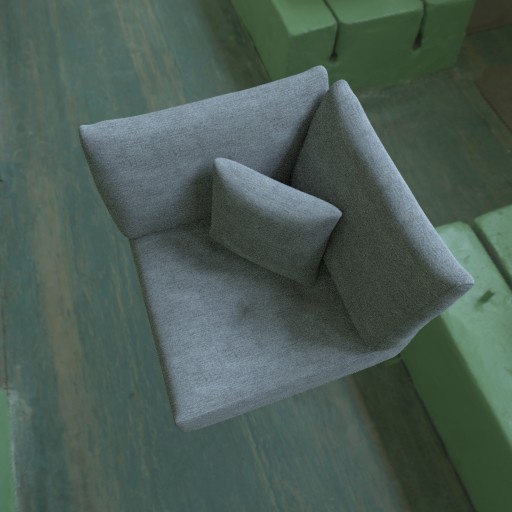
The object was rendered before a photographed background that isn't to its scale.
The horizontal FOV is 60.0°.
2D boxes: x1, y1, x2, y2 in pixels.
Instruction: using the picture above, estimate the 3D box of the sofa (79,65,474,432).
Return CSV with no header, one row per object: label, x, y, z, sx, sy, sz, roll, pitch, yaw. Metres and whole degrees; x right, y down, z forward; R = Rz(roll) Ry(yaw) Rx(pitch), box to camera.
sofa,0.000,0.000,1.735,1.000,0.820,1.000,-17,64,-9
